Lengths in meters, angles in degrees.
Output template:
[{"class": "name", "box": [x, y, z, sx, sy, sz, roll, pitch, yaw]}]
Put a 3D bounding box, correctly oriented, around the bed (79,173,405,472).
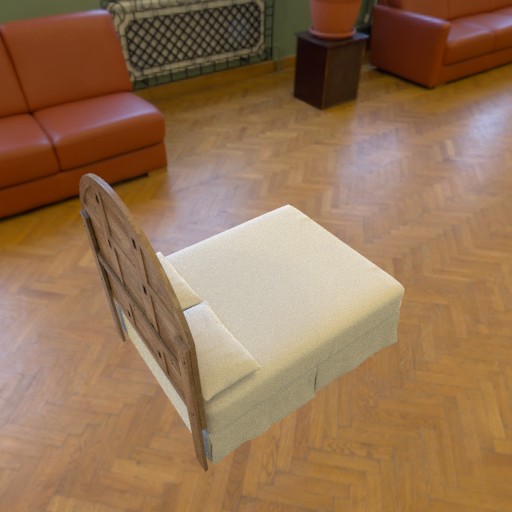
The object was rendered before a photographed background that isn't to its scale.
[{"class": "bed", "box": [0.000, 0.000, 3.574, 2.112, 2.002, 1.713, -26, 47, -26]}]
